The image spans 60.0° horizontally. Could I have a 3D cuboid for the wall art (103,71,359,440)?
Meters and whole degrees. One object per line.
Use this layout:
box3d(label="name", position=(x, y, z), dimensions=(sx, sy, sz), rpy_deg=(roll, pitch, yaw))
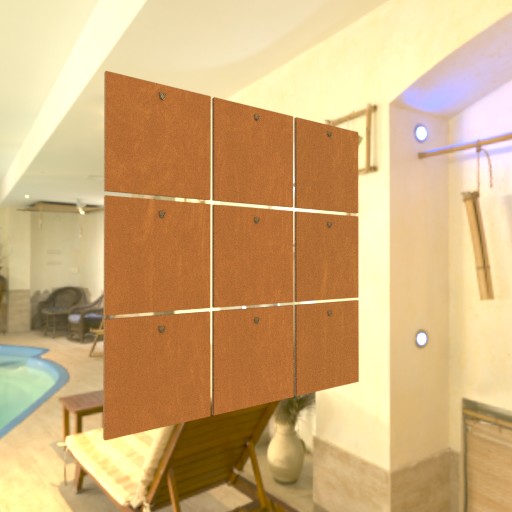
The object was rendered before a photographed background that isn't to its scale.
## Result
box3d(label="wall art", position=(0.000, 0.000, 1.359), dimensions=(0.915, 0.913, 0.018), rpy_deg=(0, -1, -35))
